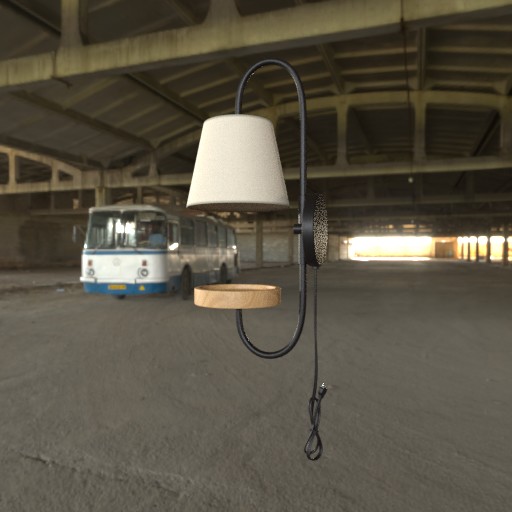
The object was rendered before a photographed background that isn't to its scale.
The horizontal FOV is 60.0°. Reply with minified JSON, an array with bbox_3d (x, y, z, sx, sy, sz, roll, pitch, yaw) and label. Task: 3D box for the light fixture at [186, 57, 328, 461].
[{"bbox_3d":[0.000,0.000,0.934,0.299,0.821,0.220,0,1,19],"label":"light fixture"}]
